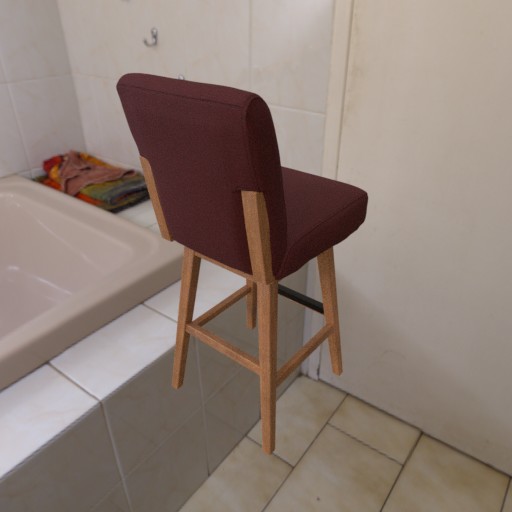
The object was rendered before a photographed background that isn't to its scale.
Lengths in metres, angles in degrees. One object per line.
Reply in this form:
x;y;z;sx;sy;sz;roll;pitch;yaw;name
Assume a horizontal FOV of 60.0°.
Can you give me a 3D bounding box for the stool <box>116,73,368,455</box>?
0.000;0.000;1.377;0.468;1.093;0.562;23;37;33;stool
